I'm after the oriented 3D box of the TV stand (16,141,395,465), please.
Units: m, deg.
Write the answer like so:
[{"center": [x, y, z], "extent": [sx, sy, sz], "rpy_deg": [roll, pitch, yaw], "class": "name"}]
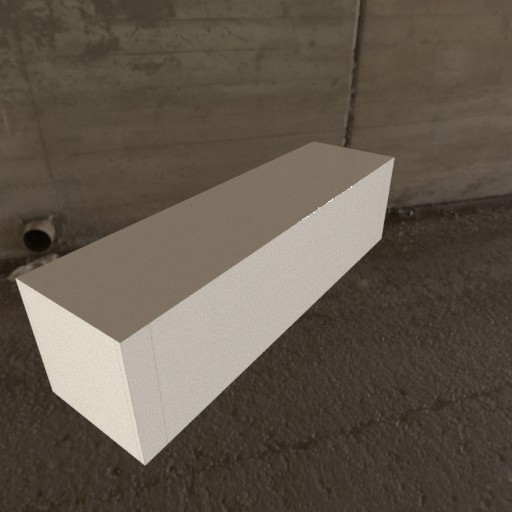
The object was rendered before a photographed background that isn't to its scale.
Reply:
[{"center": [0.000, 0.000, 1.651], "extent": [0.410, 0.440, 1.500], "rpy_deg": [21, 36, 31], "class": "TV stand"}]
